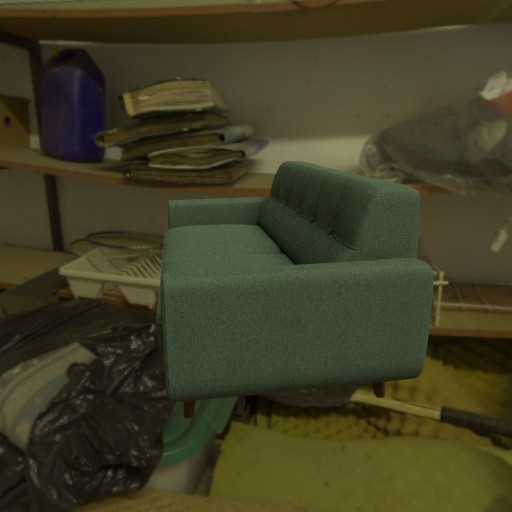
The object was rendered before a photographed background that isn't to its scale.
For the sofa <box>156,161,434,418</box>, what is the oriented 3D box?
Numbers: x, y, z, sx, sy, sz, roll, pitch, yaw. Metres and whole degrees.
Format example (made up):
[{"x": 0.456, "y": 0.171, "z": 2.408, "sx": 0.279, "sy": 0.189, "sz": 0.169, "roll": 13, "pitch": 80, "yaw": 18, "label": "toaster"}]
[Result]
[{"x": 0.000, "y": 0.000, "z": 2.170, "sx": 0.909, "sy": 0.841, "sz": 1.631, "roll": -3, "pitch": 16, "yaw": -10, "label": "sofa"}]
